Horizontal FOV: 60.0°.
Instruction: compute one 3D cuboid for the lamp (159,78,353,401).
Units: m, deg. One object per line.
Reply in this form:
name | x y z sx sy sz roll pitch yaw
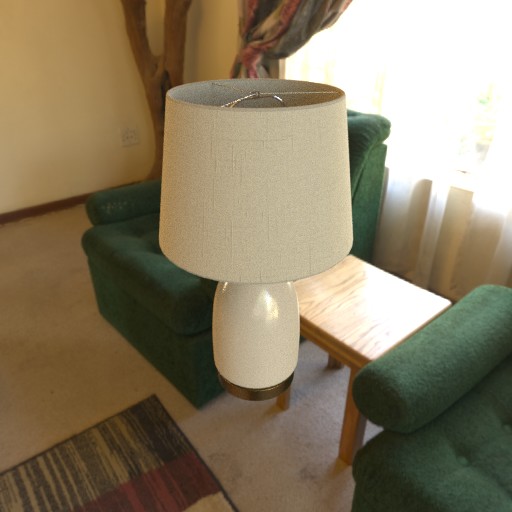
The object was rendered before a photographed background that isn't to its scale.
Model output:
lamp | 0.000 0.000 0.684 0.285 0.483 0.285 0 29 0
